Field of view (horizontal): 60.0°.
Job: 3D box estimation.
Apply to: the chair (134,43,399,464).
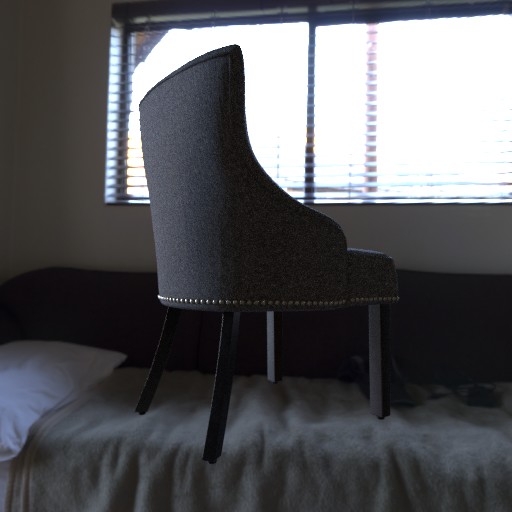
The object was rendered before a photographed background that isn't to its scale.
[{"bbox_3d":[0.000,0.000,1.285,0.629,0.909,0.566,1,-2,-36],"label":"chair"}]
